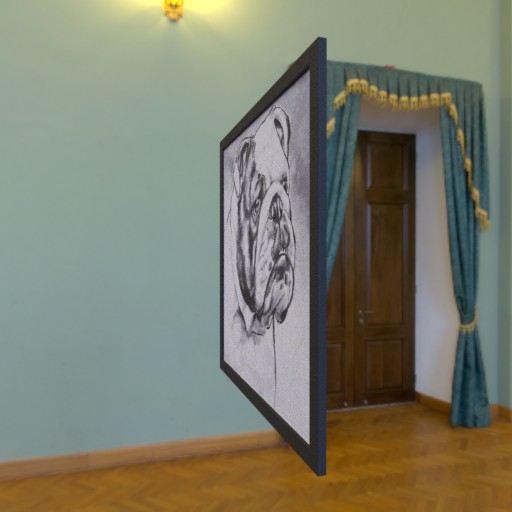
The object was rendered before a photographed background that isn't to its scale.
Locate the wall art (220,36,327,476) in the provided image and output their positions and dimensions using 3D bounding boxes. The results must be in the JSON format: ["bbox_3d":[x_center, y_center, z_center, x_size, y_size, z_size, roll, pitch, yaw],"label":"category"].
[{"bbox_3d":[0.000,0.000,0.831,0.012,0.558,0.562,0,0,-17],"label":"wall art"}]
